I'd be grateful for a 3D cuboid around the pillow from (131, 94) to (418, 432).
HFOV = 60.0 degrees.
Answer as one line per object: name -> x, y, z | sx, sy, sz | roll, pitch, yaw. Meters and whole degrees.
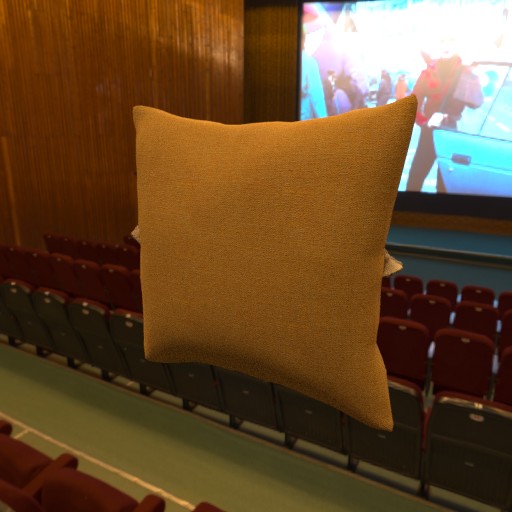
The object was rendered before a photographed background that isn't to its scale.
pillow -> 0.000, 0.000, 0.730 | 0.485, 0.481, 0.167 | 8, 17, 27
